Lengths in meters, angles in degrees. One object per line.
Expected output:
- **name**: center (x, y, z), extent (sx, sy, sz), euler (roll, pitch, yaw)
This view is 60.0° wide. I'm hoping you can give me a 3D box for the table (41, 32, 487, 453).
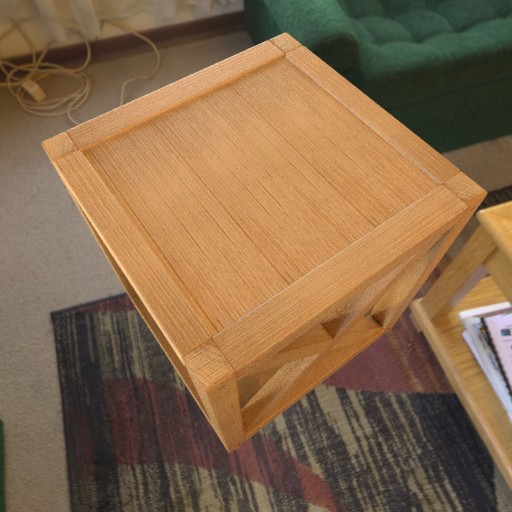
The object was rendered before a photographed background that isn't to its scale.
- **table**: center (0.000, 0.000, 1.025), extent (0.559, 0.610, 0.558), euler (-32, 64, -17)
